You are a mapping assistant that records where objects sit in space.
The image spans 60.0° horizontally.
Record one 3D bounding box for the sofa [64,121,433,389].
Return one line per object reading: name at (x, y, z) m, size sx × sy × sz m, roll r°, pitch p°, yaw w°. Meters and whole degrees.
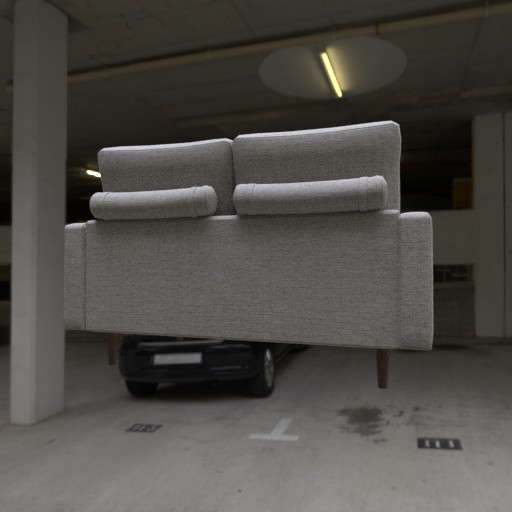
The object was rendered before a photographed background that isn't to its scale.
sofa at (0.000, 0.000, 1.952) m, size 1.407 × 0.907 × 0.842 m, roll 0°, pitch -1°, yaw 18°
